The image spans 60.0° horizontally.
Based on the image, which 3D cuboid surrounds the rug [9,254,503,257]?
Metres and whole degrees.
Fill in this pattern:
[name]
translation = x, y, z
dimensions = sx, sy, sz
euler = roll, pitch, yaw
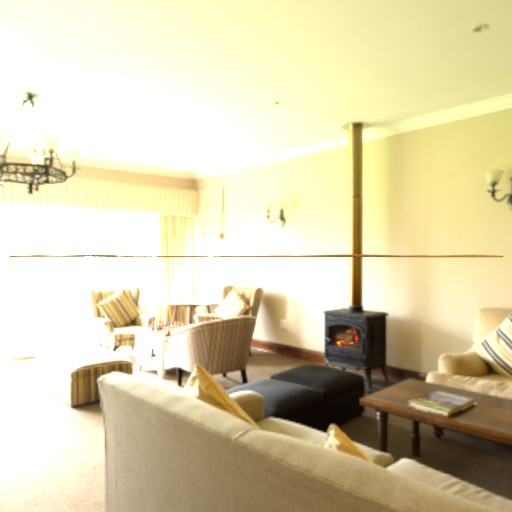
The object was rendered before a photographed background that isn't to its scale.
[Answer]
[rug]
translation = 0.000, 0.000, 2.947
dimensions = 2.439, 0.015, 1.524
euler = 0, 0, -1
